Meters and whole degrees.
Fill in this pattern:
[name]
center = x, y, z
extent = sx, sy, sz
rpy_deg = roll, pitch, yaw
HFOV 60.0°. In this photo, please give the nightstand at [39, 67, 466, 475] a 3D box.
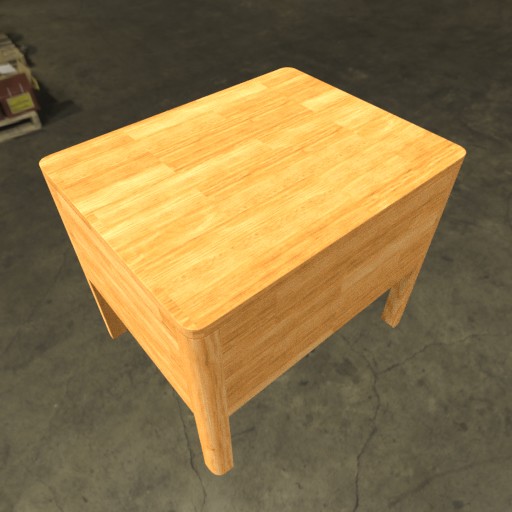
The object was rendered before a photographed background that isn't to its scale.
[nightstand]
center = 0.000, 0.000, 0.891
extent = 0.560, 0.470, 0.440
rpy_deg = -31, 54, -27
